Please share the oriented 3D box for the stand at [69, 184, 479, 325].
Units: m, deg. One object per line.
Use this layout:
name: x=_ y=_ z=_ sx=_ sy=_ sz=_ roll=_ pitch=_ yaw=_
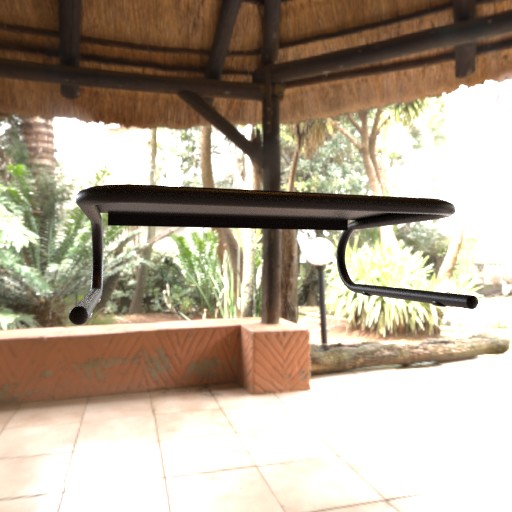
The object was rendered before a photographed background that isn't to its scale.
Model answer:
stand: x=0.000 y=0.000 z=0.509 sx=0.370 sy=0.108 sz=0.280 roll=0 pitch=-1 yaw=-17
